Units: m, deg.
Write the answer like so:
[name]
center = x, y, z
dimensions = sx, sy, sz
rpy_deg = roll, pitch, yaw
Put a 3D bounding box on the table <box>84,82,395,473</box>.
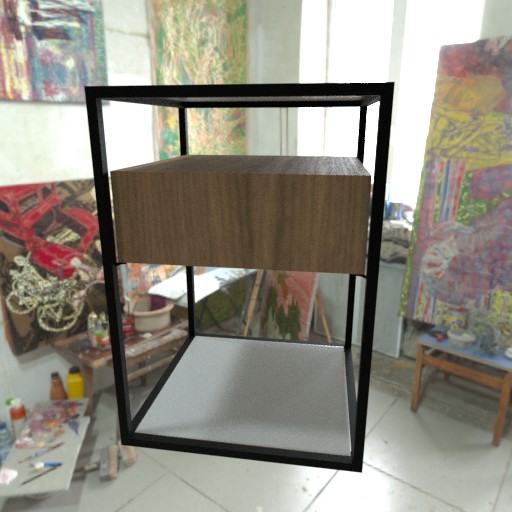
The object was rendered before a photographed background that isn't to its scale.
[table]
center = 0.000, 0.000, 0.785
dimensions = 0.378, 0.540, 0.378
rpy_deg = 3, 17, 9
